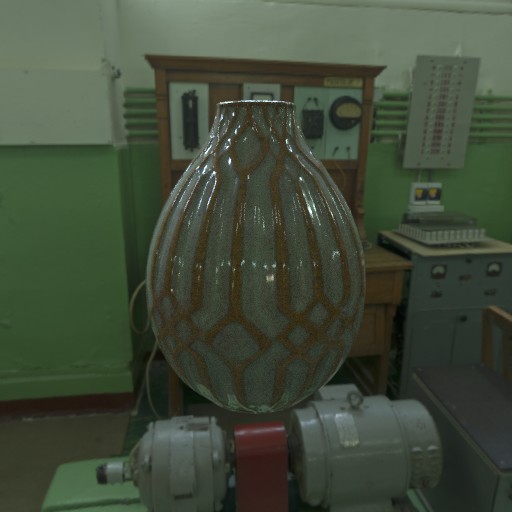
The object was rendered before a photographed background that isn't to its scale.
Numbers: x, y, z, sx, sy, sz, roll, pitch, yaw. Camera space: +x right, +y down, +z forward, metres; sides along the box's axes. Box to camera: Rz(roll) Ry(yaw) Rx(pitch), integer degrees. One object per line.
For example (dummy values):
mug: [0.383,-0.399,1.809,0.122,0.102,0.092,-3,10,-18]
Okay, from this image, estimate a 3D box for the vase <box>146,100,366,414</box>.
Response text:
vase: [0.000,0.000,0.268,0.131,0.175,0.131,0,15,0]
